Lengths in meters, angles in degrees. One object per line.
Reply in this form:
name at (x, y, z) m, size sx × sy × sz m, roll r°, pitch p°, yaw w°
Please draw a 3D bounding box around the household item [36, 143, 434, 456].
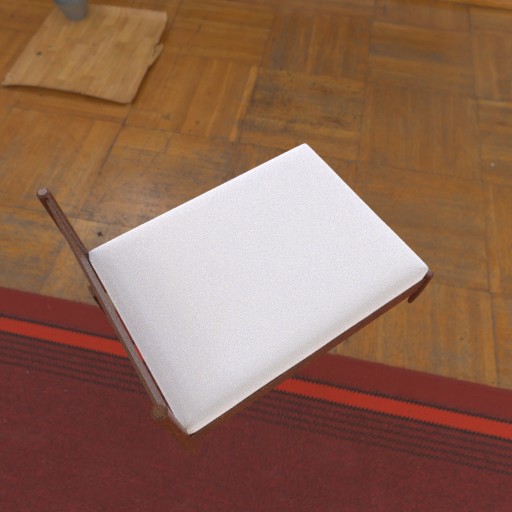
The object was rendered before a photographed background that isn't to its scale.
household item at (0.000, 0.000, 3.310) m, size 2.232 × 1.356 × 1.663 m, roll -30°, pitch 64°, yaw -16°
